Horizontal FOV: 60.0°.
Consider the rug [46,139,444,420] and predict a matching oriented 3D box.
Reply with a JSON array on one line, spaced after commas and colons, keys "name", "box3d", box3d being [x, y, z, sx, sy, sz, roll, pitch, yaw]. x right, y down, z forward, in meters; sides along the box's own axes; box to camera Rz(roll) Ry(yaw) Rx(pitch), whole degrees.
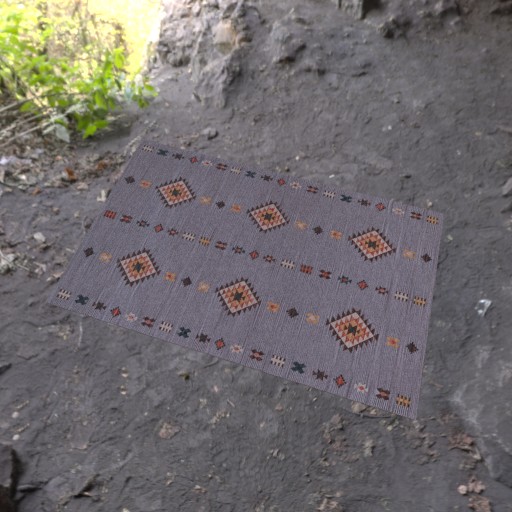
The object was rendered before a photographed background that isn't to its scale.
[{"name": "rug", "box3d": [0.000, 0.000, 3.091, 2.427, 0.007, 1.515, 16, 62, 8]}]
